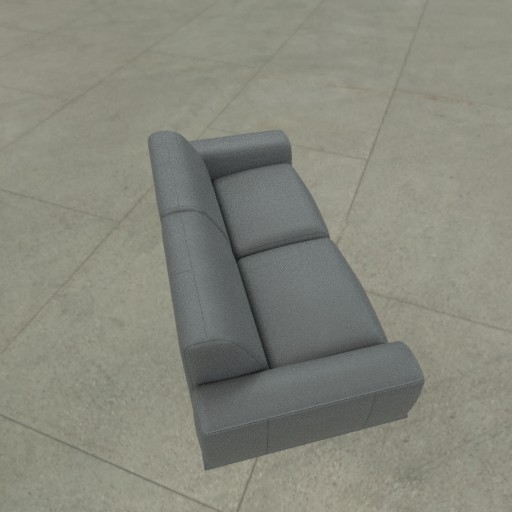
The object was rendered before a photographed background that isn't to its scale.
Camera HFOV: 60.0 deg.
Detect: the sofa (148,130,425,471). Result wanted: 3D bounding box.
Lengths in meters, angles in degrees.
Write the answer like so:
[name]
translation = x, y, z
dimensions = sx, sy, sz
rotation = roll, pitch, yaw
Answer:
[sofa]
translation = 0.000, 0.000, 2.326
dimensions = 0.900, 0.772, 1.901
rotation = -10, 46, -10
